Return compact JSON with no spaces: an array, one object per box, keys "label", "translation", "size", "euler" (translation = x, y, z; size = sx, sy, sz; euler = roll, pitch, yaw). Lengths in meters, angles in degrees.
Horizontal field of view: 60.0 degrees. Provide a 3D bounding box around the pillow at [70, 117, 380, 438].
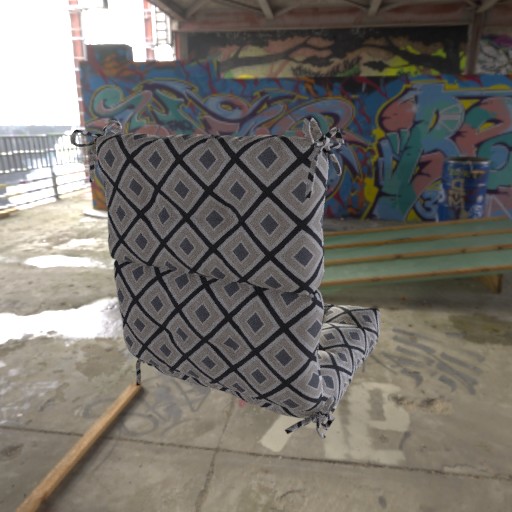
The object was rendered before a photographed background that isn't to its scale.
[{"label":"pillow","translation":[0.000,0.000,1.023],"size":[0.519,0.605,0.571],"euler":[9,19,27]}]
